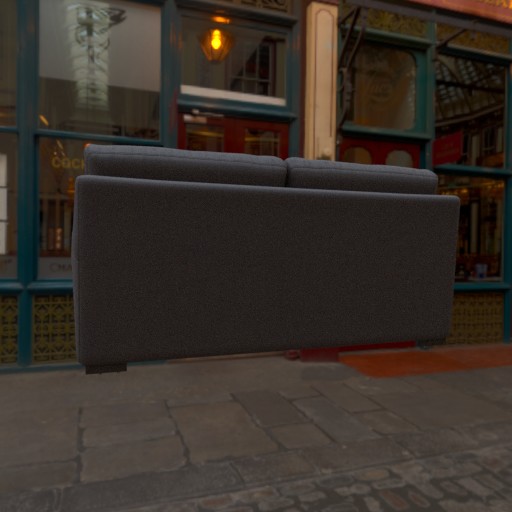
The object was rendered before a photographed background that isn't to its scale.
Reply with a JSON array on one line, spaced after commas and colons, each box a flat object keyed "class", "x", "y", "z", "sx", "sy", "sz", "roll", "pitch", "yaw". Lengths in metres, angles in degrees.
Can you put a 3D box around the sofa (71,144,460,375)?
[{"class": "sofa", "x": 0.000, "y": 0.000, "z": 2.468, "sx": 1.880, "sy": 0.940, "sz": 1.143, "roll": 0, "pitch": 0, "yaw": -19}]
